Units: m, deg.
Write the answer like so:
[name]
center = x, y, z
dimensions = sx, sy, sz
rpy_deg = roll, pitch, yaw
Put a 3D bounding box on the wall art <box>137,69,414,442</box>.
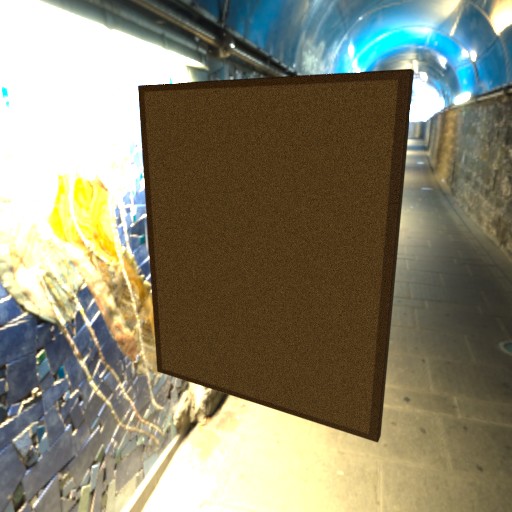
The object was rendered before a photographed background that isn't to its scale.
[wall art]
center = 0.000, 0.000, 0.736
dimensions = 0.449, 0.550, 0.021
rpy_deg = 8, 18, 27
